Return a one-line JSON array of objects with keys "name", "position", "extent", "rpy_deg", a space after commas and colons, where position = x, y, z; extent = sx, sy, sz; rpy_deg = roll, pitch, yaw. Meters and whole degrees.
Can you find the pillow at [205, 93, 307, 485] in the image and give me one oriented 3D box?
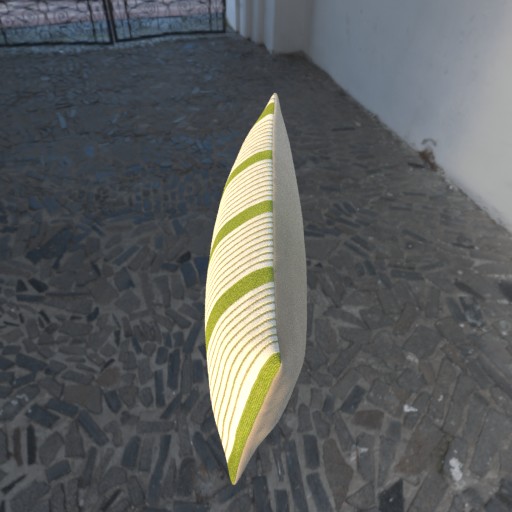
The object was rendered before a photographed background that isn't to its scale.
[{"name": "pillow", "position": [0.000, 0.000, 0.727], "extent": [0.156, 0.292, 0.608], "rpy_deg": [1, 43, 1]}]
